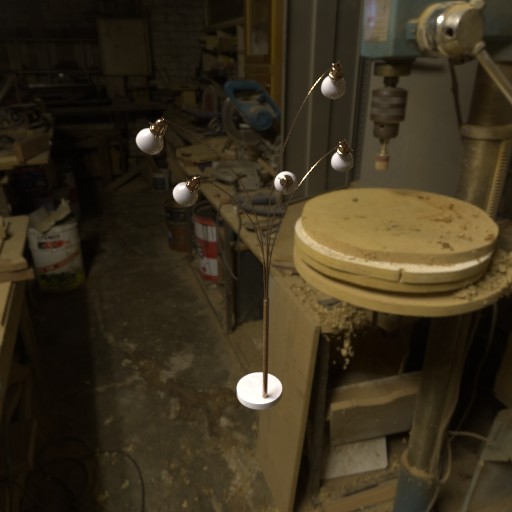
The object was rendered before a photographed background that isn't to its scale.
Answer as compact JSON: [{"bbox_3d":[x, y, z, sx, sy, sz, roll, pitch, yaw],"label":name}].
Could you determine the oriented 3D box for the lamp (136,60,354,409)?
[{"bbox_3d":[0.000,0.000,3.005,1.405,2.423,0.361,-9,27,-18],"label":"lamp"}]
